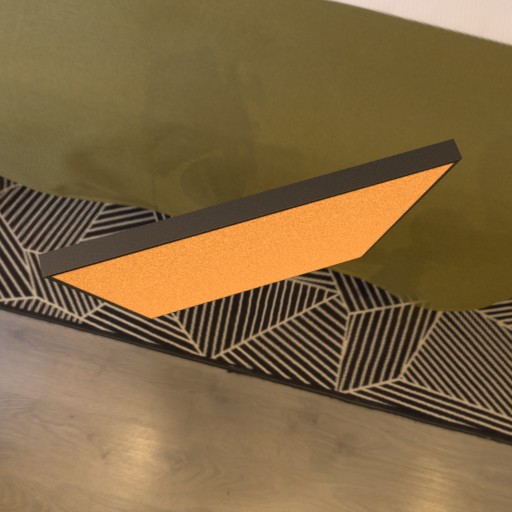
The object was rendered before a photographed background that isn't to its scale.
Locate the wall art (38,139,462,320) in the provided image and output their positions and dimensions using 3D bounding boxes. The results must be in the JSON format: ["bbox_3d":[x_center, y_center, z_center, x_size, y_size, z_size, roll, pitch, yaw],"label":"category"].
[{"bbox_3d":[0.000,0.000,1.155,0.769,0.766,0.042,-16,77,-4],"label":"wall art"}]
